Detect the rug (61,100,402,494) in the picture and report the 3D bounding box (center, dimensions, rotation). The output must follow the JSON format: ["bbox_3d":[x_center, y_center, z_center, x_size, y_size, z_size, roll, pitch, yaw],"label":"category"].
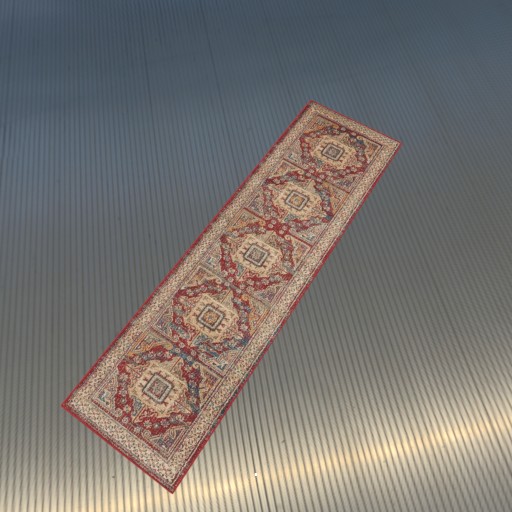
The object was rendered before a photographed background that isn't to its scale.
[{"bbox_3d":[0.000,0.000,2.398,0.659,0.015,2.292,31,68,14],"label":"rug"}]
